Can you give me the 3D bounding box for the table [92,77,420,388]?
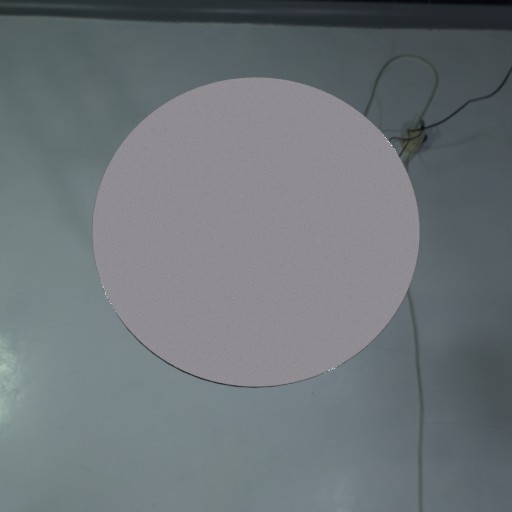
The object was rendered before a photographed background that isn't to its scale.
[{"bbox_3d":[0.000,0.000,0.889,0.499,0.443,0.499,0,74,0],"label":"table"}]
